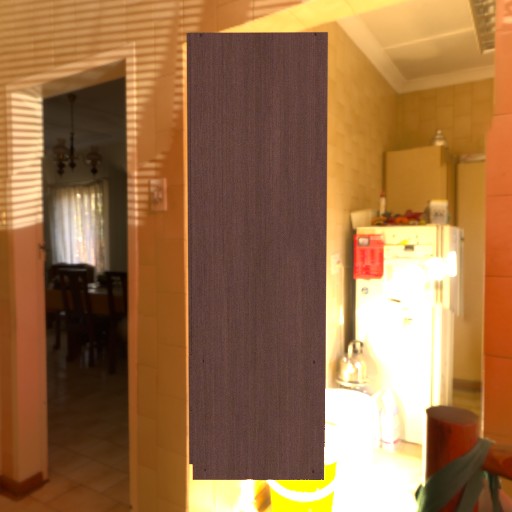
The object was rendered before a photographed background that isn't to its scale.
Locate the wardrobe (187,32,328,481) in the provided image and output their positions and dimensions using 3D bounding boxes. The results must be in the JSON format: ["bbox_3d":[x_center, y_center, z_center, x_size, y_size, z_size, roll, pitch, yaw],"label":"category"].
[{"bbox_3d":[0.000,0.000,2.281,0.577,1.808,0.991,0,2,0],"label":"wardrobe"}]
